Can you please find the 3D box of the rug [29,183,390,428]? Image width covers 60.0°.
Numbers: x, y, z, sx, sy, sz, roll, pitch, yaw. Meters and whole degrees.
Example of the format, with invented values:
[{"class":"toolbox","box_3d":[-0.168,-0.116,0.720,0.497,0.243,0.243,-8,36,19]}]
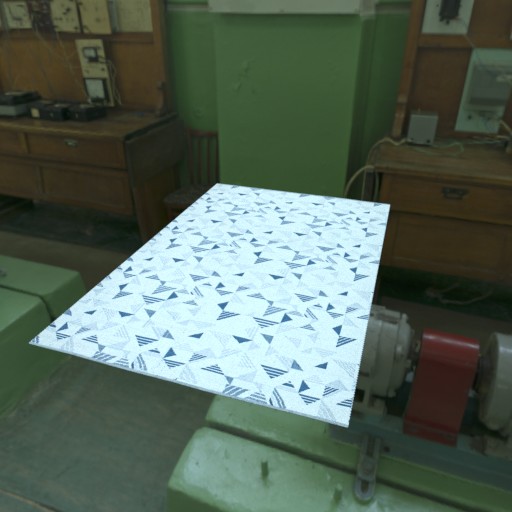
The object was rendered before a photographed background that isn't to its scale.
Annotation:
[{"class":"rug","box_3d":[0.000,0.000,2.265,1.206,0.003,1.835,9,31,16]}]
